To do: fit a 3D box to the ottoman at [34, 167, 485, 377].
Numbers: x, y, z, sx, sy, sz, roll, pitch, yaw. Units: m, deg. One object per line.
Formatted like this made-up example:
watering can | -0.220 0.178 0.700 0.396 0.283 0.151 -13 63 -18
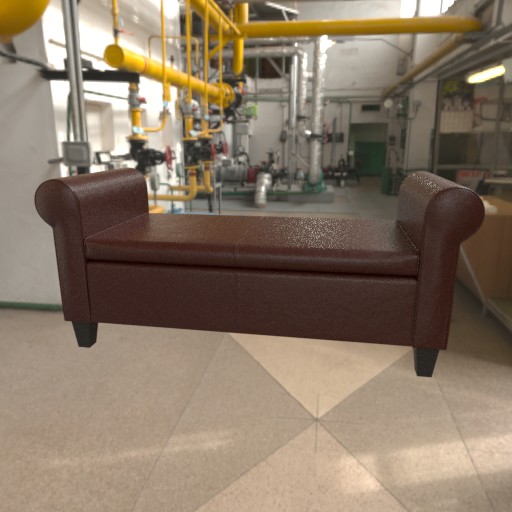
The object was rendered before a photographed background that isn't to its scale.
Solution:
ottoman | 0.000 0.000 1.508 1.256 0.547 0.521 3 15 10
